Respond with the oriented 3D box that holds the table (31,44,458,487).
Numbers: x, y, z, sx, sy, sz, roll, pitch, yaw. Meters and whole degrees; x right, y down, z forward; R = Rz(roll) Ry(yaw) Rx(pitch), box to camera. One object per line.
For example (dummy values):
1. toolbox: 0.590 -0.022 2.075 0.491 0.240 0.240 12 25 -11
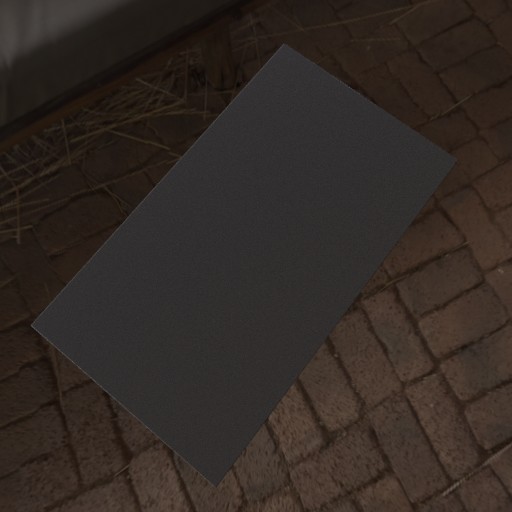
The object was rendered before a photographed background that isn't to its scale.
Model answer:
1. table: 0.000 0.000 1.529 0.703 0.404 1.201 37 79 8
